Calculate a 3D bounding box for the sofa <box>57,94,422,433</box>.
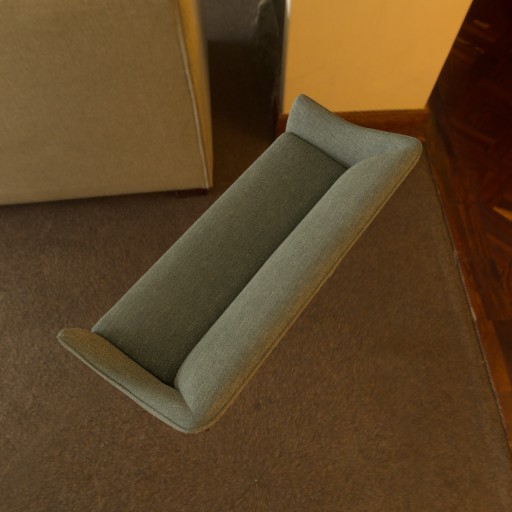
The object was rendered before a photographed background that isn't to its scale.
[{"bbox_3d":[0.000,0.000,2.403,0.867,0.829,1.928,35,68,16],"label":"sofa"}]
